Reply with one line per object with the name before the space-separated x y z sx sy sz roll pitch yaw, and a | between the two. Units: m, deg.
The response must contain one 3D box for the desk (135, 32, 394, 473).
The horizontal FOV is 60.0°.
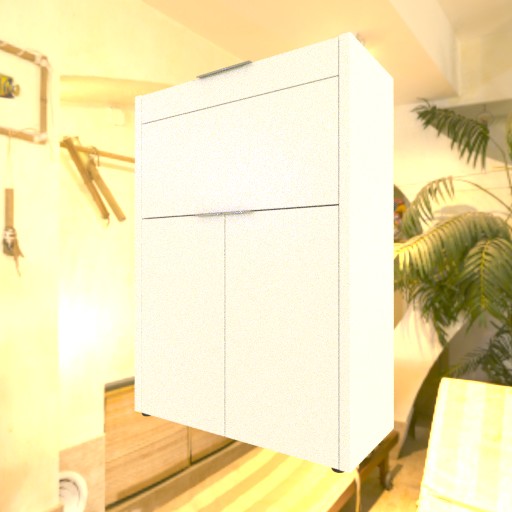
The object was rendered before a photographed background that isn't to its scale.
desk | 0.000 0.000 1.564 0.850 1.190 0.390 0 0 34
